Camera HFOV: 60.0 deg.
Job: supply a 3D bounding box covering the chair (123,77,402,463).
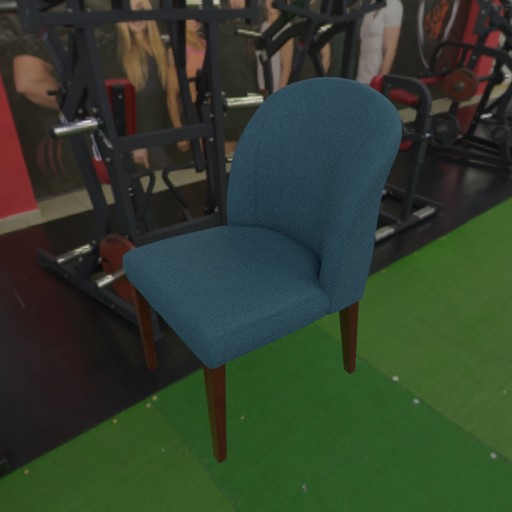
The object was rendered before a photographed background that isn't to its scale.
[{"bbox_3d":[0.000,0.000,1.252,0.620,0.879,0.507,-21,38,-31],"label":"chair"}]
